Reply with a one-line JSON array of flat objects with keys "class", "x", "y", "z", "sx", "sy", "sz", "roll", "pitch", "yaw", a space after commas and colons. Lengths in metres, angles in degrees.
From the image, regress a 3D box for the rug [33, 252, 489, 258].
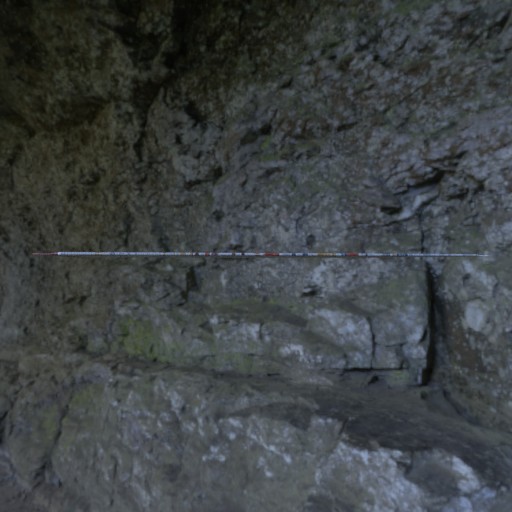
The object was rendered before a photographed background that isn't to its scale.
[{"class": "rug", "x": 0.000, "y": 0.000, "z": 2.427, "sx": 1.997, "sy": 0.010, "sz": 1.218, "roll": 0, "pitch": -1, "yaw": -16}]
